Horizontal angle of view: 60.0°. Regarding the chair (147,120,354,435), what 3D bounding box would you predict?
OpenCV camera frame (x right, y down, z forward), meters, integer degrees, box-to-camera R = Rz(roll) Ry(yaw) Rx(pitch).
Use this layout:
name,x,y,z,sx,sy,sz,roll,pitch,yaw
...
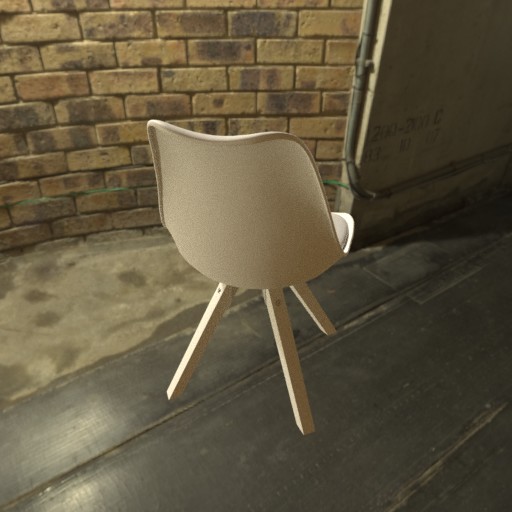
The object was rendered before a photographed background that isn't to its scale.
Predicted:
name,x,y,z,sx,sy,sz,roll,pitch,yaw
chair,0.000,0.000,1.187,0.485,0.850,0.550,10,35,14
